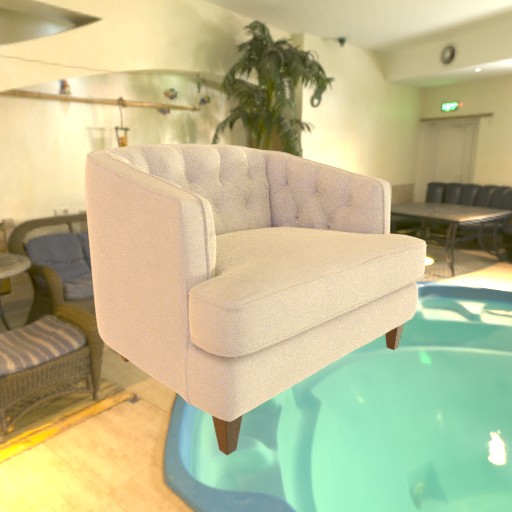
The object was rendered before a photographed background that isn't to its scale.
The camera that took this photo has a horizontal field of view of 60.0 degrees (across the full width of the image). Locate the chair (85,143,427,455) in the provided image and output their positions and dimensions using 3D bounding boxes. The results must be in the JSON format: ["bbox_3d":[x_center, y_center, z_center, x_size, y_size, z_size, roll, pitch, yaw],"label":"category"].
[{"bbox_3d":[0.000,0.000,1.719,0.941,0.852,1.104,13,19,43],"label":"chair"}]
